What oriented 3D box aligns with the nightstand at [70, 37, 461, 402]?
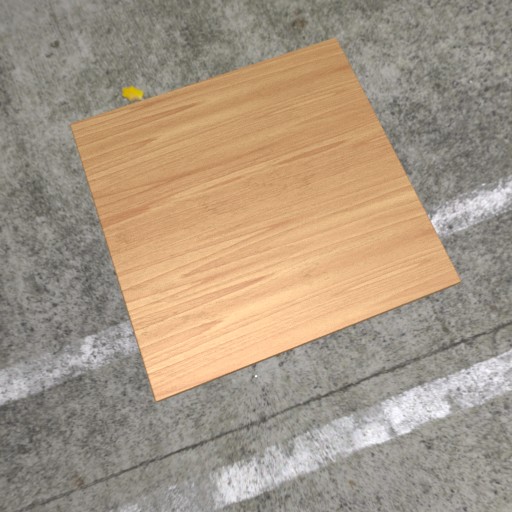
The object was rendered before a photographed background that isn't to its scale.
[{"bbox_3d":[0.000,0.000,0.915,0.428,0.614,0.418,-20,76,-5],"label":"nightstand"}]
